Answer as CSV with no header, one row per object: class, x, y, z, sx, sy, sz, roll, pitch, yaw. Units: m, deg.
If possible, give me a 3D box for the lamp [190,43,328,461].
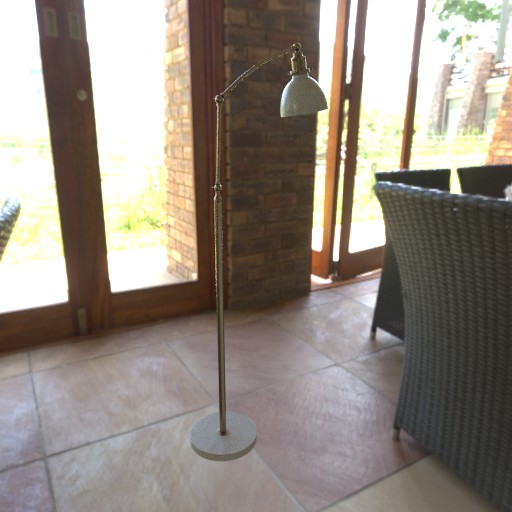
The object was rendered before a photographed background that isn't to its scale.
lamp,0.000,0.000,1.769,0.599,1.586,0.288,-7,17,-26
